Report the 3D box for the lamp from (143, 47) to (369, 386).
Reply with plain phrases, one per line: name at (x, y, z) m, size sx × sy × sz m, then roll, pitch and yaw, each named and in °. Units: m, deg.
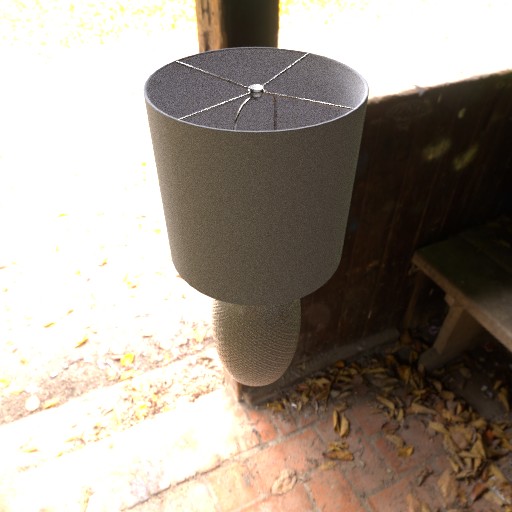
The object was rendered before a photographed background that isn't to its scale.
lamp at (0.000, 0.000, 0.581) m, size 0.217 × 0.453 × 0.217 m, roll 26°, pitch 48°, yaw 26°
